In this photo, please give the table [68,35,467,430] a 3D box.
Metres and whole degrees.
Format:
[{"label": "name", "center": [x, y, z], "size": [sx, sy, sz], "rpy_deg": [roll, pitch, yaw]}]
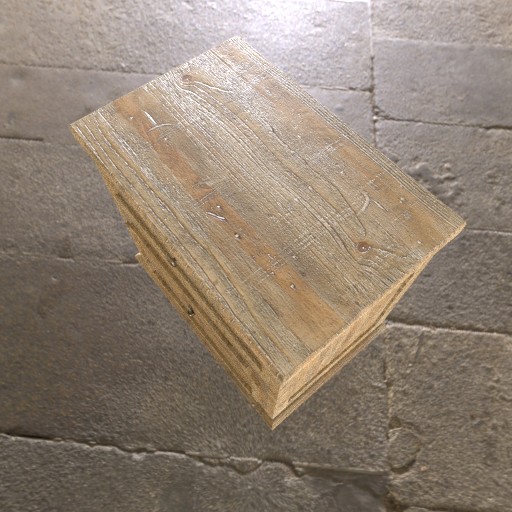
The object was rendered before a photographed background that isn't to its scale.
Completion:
[{"label": "table", "center": [0.000, 0.000, 1.177], "size": [0.457, 0.711, 0.686], "rpy_deg": [-36, 68, -17]}]
